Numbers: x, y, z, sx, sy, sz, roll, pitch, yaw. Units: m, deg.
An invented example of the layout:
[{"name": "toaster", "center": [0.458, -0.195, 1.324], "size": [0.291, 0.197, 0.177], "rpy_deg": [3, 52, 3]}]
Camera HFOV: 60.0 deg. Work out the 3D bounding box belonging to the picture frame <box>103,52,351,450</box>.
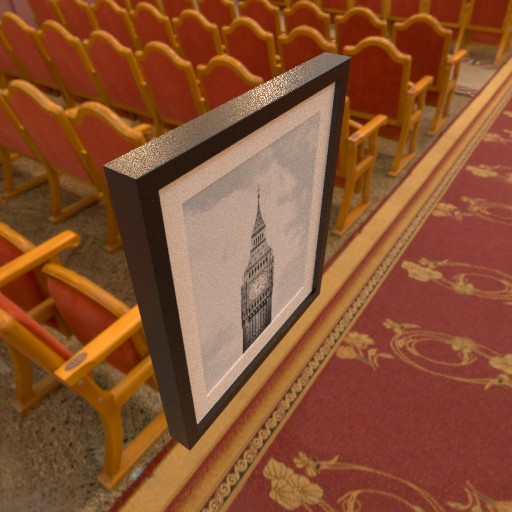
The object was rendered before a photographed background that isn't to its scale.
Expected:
[{"name": "picture frame", "center": [0.000, 0.000, 0.528], "size": [0.034, 0.378, 0.328], "rpy_deg": [24, 46, 26]}]
